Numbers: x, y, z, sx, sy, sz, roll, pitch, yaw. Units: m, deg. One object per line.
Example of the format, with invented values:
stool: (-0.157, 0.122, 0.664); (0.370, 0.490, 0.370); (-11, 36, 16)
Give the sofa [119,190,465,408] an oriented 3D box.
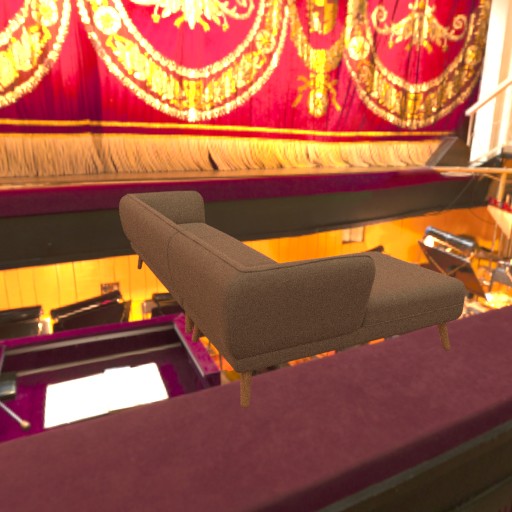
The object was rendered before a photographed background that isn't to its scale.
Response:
sofa: (0.000, 0.000, 3.287); (1.532, 0.693, 2.653); (-7, 17, -25)
